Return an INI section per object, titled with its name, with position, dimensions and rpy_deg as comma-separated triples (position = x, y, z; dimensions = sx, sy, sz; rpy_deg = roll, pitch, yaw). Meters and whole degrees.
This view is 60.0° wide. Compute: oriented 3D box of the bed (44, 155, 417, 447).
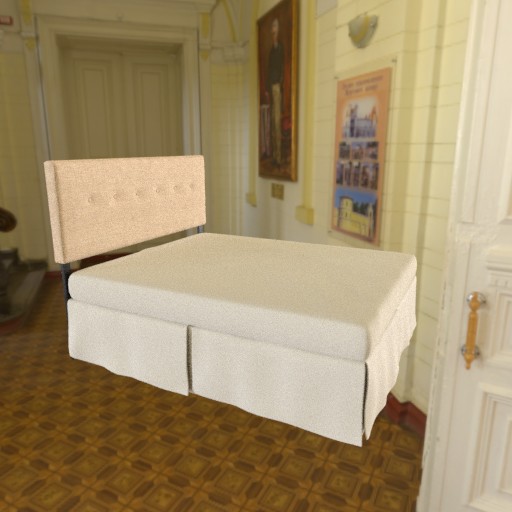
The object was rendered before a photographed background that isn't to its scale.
[bed]
position = 0.000, 0.000, 2.978
dimensions = 1.978, 1.270, 1.643
rpy_deg = 7, 16, 26
